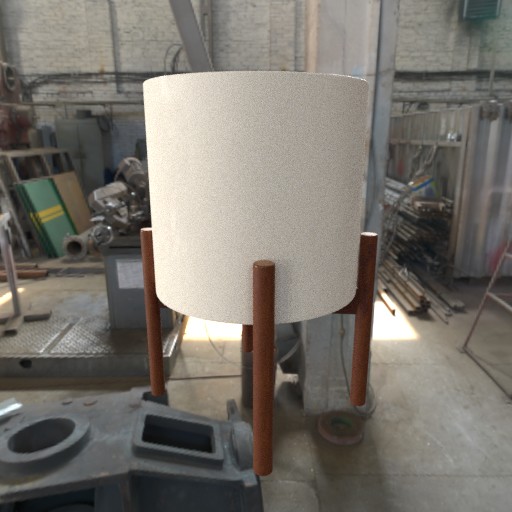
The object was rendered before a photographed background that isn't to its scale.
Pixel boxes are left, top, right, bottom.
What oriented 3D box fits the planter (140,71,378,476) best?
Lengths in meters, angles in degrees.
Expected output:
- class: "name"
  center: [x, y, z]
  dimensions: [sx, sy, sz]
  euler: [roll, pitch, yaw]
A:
- class: "planter"
  center: [0.000, 0.000, 0.930]
  dimensions: [0.417, 0.670, 0.417]
  euler: [-15, 21, -43]
